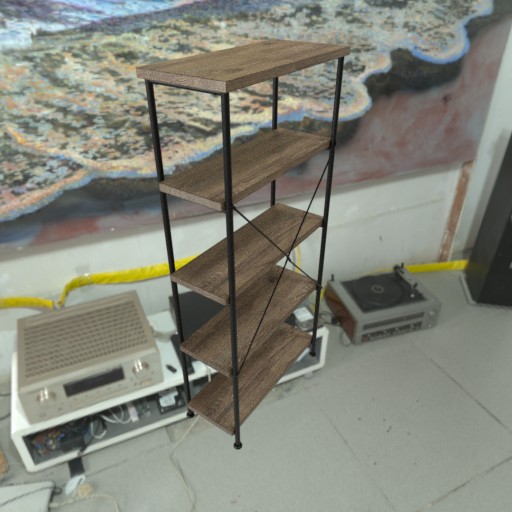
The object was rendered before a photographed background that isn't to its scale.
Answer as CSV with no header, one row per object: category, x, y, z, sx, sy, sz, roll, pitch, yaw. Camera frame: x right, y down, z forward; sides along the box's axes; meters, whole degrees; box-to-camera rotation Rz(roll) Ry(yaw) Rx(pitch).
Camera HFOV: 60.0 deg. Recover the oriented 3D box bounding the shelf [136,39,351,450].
shelf,0.000,0.000,2.038,0.360,1.700,0.800,21,38,29
